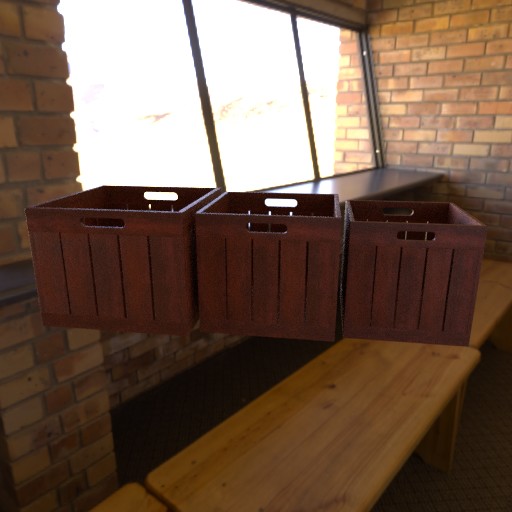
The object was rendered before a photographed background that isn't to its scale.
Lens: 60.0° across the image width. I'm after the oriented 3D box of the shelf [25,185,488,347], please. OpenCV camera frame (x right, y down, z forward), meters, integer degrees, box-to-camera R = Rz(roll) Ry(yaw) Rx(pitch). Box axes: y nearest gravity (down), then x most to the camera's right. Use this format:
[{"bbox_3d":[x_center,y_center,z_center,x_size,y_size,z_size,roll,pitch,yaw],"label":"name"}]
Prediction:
[{"bbox_3d":[0.000,0.000,1.217,1.064,0.311,0.393,3,17,8],"label":"shelf"}]
